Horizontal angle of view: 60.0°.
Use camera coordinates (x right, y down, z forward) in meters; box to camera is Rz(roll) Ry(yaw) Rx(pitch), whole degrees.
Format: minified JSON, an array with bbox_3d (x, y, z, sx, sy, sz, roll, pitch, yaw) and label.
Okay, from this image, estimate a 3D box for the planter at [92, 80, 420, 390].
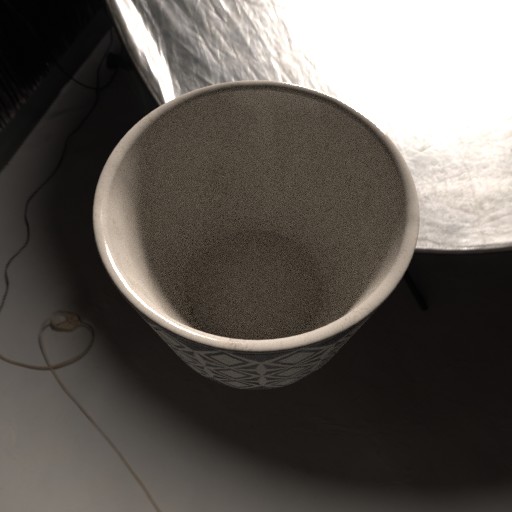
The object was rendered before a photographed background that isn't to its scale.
[{"bbox_3d":[0.000,0.000,0.454,0.260,0.220,0.260,0,63,0],"label":"planter"}]
